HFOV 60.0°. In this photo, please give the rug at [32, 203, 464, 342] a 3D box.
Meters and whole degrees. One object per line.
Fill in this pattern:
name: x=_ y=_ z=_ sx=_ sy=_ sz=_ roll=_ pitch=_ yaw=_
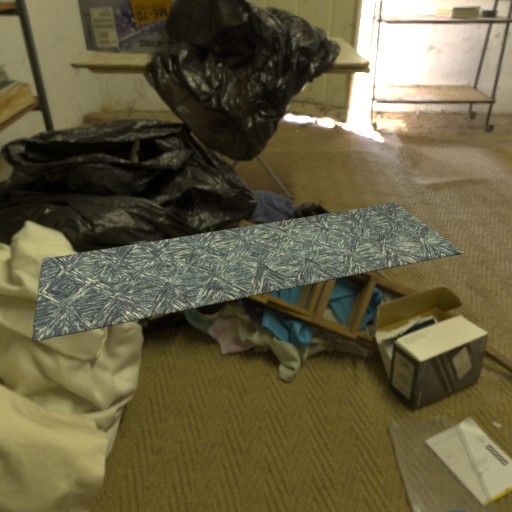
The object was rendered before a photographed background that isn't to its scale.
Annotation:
rug: x=0.000 y=0.000 z=2.525 sx=2.306 sy=0.013 sz=0.719 roll=-10 pitch=34 yaw=-16
